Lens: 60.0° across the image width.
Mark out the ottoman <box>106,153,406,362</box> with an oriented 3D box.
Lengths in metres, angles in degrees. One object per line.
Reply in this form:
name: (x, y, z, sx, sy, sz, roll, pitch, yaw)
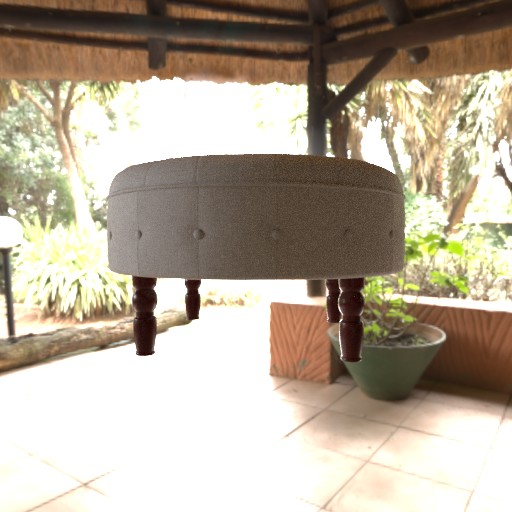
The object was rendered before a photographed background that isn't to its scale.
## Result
ottoman: (0.000, 0.000, 1.331, 0.849, 0.478, 0.849, 0, 2, 0)
